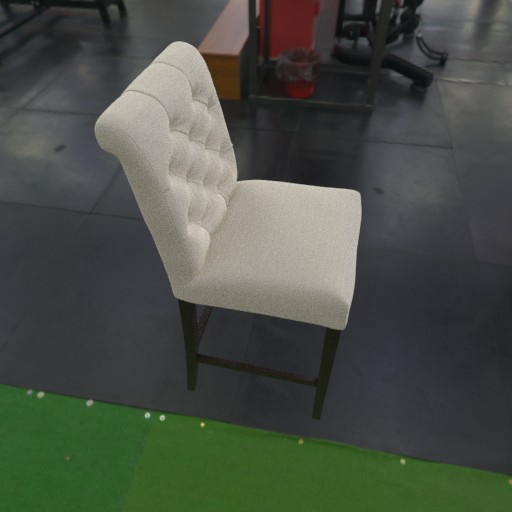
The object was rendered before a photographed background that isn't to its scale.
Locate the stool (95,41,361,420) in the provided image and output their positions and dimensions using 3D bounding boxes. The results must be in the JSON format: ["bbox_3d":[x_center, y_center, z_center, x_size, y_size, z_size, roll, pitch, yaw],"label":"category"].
[{"bbox_3d":[0.000,0.000,1.404,0.610,1.118,0.482,9,47,9],"label":"stool"}]
